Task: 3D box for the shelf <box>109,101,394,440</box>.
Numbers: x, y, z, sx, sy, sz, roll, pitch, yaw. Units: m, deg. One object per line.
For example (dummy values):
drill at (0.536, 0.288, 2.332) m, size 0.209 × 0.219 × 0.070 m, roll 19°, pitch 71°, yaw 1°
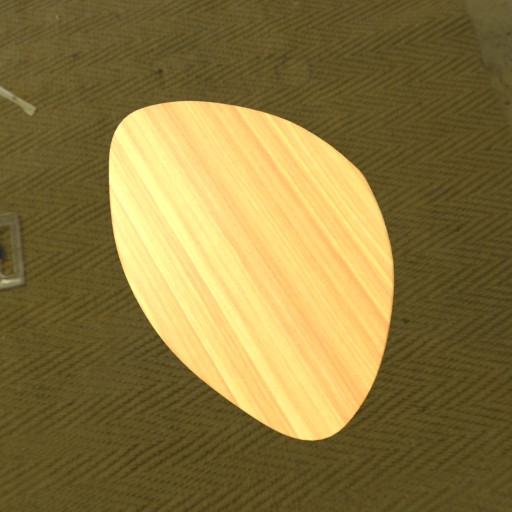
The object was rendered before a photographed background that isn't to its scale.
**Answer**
shelf at (0.000, 0.000, 1.641) m, size 0.845 × 0.440 × 1.246 m, roll -31°, pitch 76°, yaw -9°
